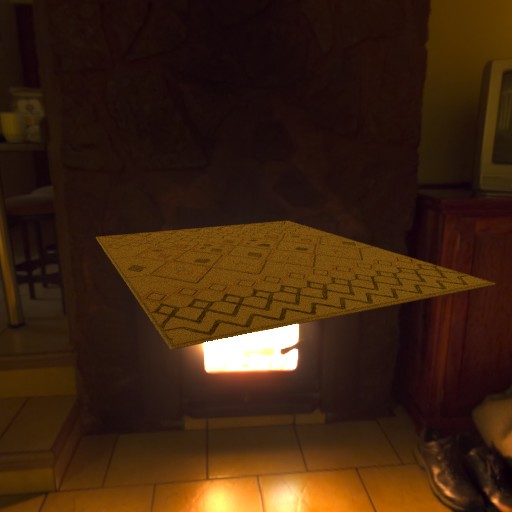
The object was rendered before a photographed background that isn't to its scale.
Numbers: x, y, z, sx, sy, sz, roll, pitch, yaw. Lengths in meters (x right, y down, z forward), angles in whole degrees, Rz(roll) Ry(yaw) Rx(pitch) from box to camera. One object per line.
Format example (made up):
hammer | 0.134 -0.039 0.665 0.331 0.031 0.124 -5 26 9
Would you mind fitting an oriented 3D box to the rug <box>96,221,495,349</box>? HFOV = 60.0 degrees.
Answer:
rug | 0.000 0.000 4.070 2.441 0.016 3.050 -7 16 -25
